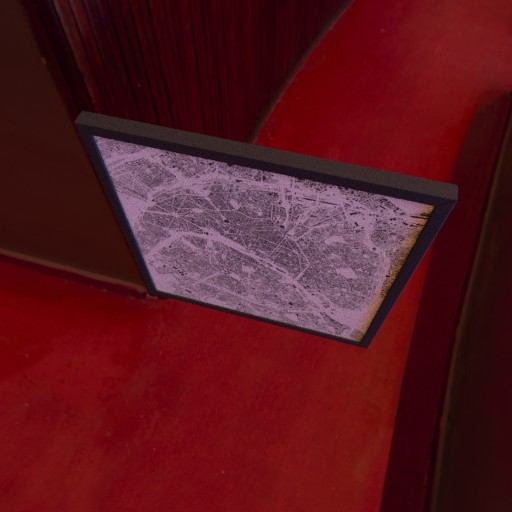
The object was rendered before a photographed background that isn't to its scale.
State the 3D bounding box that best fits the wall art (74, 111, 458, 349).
[{"bbox_3d":[0.000,0.000,1.184,0.763,0.763,0.037,13,59,8],"label":"wall art"}]
